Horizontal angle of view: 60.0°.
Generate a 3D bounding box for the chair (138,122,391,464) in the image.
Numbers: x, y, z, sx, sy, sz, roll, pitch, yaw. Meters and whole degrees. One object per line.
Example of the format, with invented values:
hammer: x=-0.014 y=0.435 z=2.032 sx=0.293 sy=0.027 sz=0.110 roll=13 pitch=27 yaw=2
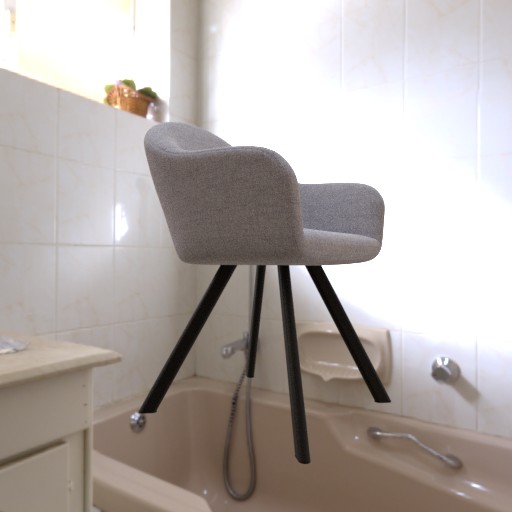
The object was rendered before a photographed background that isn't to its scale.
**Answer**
chair: x=0.000 y=0.000 z=1.177 sx=0.570 sy=0.780 sz=0.540 roll=0 pitch=-1 yaw=36
